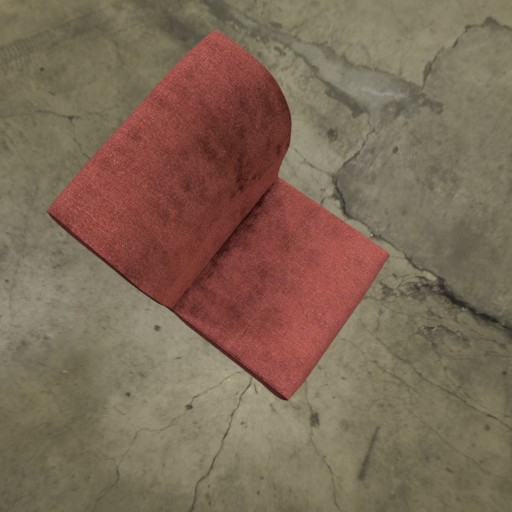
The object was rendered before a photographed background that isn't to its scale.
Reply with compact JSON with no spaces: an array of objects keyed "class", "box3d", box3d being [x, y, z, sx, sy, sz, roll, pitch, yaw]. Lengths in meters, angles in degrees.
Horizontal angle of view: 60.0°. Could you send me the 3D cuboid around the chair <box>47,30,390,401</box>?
[{"class":"chair","box3d":[0.000,0.000,1.241,0.640,0.846,0.538,37,78,9]}]
